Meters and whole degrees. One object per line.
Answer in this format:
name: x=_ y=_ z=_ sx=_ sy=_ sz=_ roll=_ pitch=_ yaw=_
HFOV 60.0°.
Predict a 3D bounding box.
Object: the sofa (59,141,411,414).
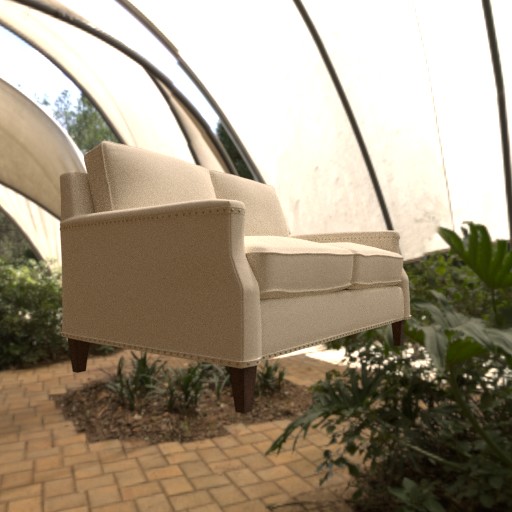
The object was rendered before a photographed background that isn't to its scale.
sofa: x=0.000 y=0.000 z=2.237 sx=1.084 sy=1.003 sz=1.597 roll=-1 pitch=-2 yaw=36
